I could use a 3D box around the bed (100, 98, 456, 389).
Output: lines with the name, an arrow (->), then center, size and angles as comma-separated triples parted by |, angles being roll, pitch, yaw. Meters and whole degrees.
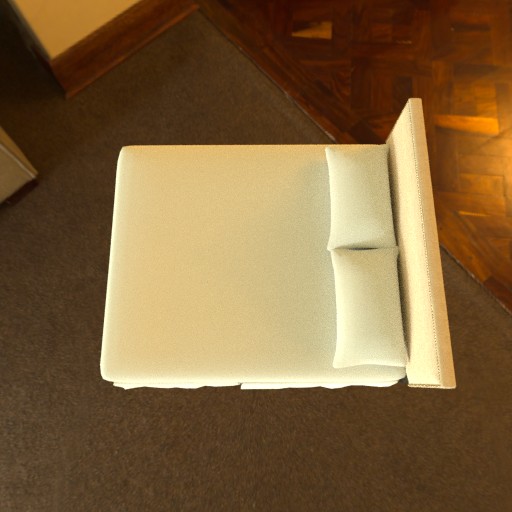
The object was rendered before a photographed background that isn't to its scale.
bed -> 0.000, 0.000, 2.779 | 1.876, 1.016, 1.616 | 0, 74, 0
